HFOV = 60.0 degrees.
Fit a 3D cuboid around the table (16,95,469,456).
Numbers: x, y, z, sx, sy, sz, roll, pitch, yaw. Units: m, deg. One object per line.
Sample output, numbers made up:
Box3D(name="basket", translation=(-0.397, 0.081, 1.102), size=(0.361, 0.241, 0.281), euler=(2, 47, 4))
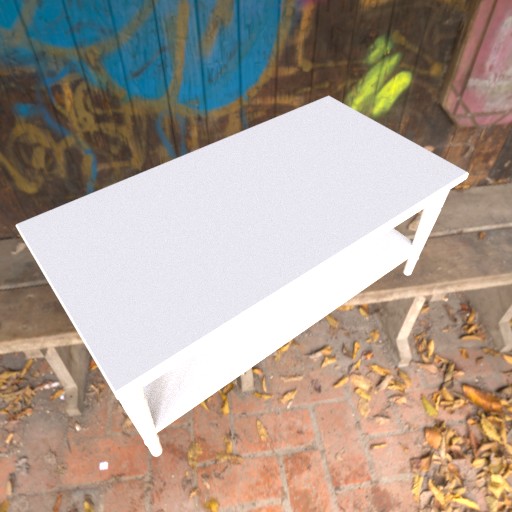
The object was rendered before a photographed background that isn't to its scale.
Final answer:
Box3D(name="table", translation=(0.000, 0.000, 1.328), size=(1.067, 0.457, 0.559), euler=(-30, 54, -25))
